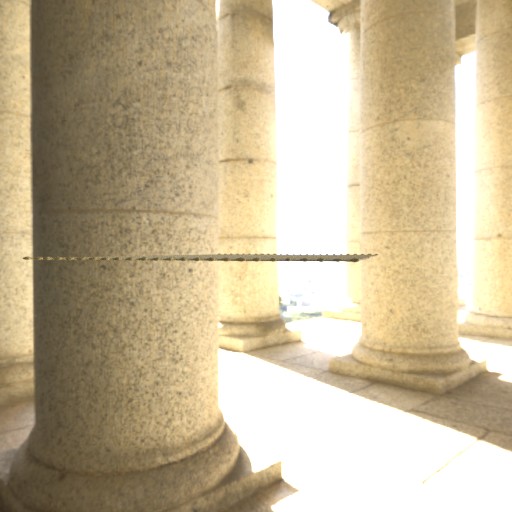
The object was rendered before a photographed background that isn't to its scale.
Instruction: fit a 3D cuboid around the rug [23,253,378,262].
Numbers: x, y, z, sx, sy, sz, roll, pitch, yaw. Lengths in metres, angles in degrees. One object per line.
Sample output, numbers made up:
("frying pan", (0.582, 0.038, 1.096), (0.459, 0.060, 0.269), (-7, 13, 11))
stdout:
("rug", (0.000, 0.000, 2.279), (1.162, 0.013, 1.875), (0, 1, 17))
